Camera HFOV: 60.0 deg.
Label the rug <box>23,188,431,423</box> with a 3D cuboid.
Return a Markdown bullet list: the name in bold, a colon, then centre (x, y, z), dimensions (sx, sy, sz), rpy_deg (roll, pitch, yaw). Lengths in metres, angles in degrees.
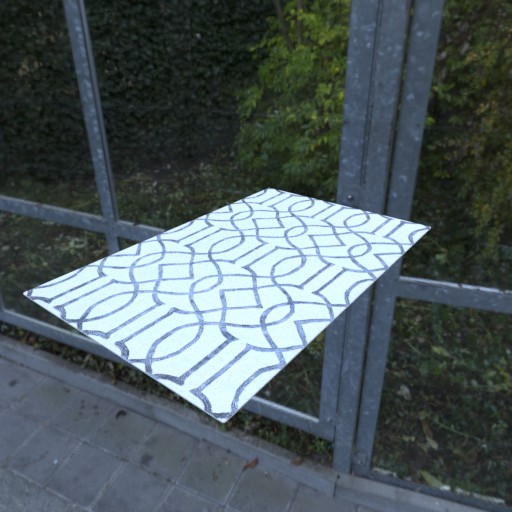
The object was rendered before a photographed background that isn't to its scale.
- **rug**: centre (0.000, 0.000, 2.929), dimensions (1.521, 0.017, 2.365), rpy_deg (19, 33, 33)
